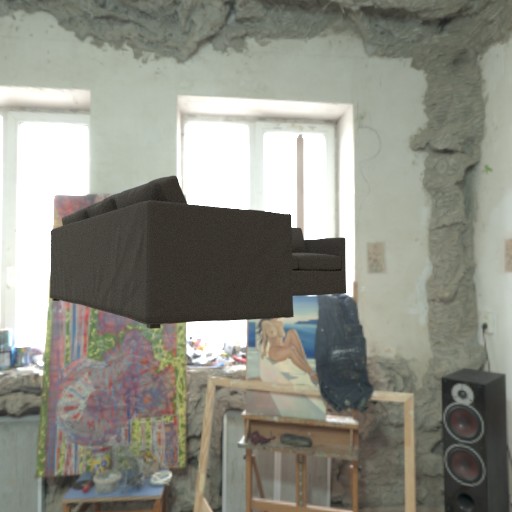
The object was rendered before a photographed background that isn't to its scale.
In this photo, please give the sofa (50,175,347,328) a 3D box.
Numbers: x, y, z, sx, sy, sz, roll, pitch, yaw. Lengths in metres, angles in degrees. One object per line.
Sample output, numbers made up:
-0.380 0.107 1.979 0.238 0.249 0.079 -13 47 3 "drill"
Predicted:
0.000 0.000 4.237 3.182 0.871 2.432 1 -2 -36 "sofa"
